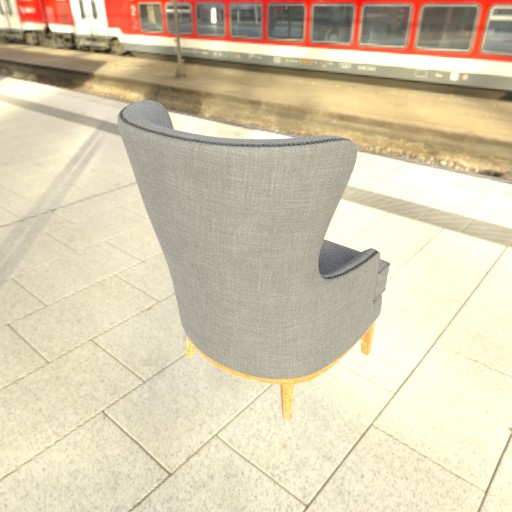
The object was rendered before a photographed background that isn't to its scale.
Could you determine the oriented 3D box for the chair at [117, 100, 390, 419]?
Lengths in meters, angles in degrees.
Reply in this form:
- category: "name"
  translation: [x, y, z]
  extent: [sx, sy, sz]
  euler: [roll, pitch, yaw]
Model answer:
- category: "chair"
  translation: [0.000, 0.000, 1.800]
  extent: [0.864, 1.176, 0.883]
  euler: [22, 37, 33]
